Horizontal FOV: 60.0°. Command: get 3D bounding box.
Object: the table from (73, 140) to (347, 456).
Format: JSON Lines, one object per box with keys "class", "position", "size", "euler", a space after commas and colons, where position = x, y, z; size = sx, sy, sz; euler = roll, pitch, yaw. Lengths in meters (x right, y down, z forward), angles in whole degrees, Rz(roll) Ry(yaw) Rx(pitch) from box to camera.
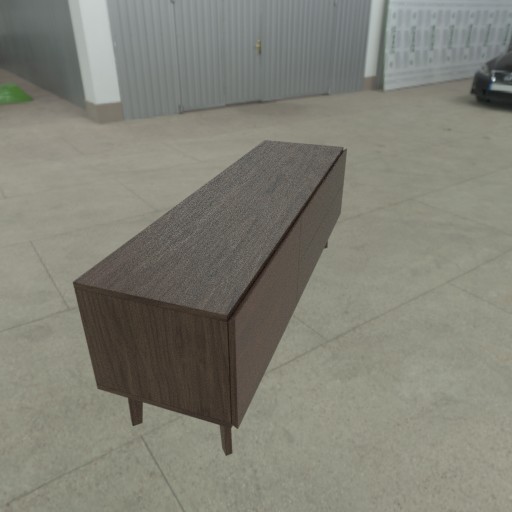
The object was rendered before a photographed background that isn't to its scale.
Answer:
{"class": "table", "position": [0.000, 0.000, 1.664], "size": [0.405, 0.508, 1.397], "euler": [10, 30, 17]}
